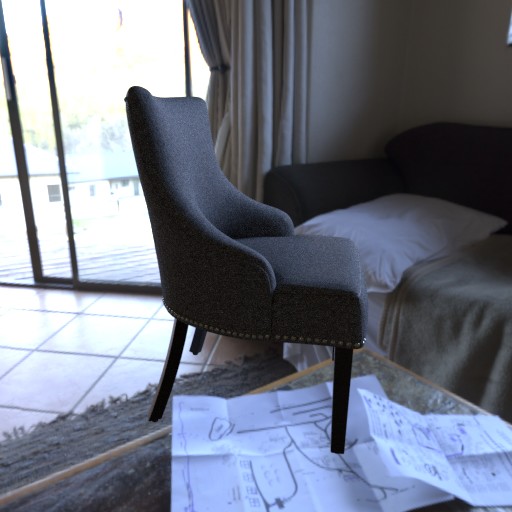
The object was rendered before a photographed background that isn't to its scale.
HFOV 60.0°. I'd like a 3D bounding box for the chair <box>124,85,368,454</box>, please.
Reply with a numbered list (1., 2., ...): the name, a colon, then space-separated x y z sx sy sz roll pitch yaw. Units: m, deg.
1. chair: 0.000 0.000 1.301 0.629 0.909 0.566 3 17 9
